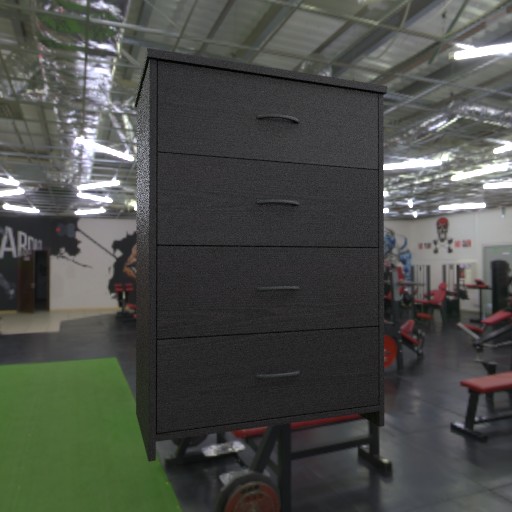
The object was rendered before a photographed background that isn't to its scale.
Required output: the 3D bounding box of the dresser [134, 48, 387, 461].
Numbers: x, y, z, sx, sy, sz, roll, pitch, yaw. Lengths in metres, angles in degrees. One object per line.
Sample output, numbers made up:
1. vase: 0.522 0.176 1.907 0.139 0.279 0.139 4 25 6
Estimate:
1. dresser: 0.000 0.000 1.381 0.704 1.020 0.399 0 -1 -20
